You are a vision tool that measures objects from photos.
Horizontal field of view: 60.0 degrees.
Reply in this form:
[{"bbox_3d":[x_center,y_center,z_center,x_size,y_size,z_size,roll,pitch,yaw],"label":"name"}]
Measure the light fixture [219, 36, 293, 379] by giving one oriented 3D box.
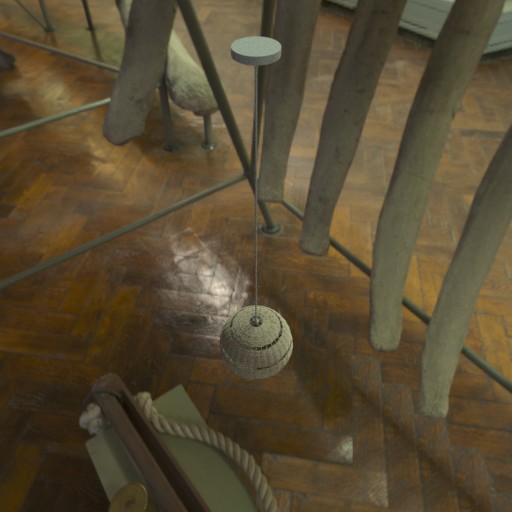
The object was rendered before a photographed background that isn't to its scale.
[{"bbox_3d":[0.000,0.000,2.198,0.457,2.019,0.457,-28,53,-24],"label":"light fixture"}]
